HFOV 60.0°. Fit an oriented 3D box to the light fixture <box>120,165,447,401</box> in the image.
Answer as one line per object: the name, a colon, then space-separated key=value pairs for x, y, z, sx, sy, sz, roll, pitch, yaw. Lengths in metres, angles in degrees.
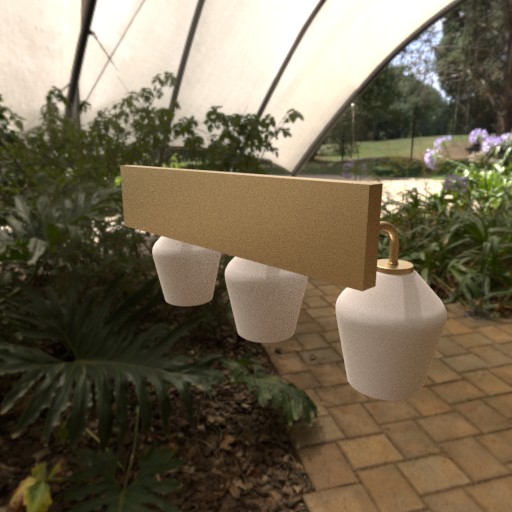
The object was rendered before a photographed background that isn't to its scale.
light fixture: x=0.000 y=0.000 z=0.731 sx=0.190 sy=0.280 sz=0.609 roll=-13 pitch=19 yaw=-42
